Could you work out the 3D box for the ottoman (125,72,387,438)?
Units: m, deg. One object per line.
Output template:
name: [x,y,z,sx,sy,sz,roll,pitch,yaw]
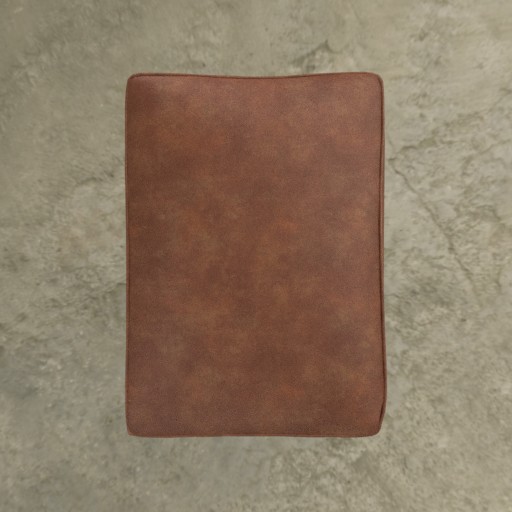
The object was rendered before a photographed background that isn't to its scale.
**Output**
ottoman: [0.000,0.000,0.958,0.501,0.418,0.665,0,90,0]
